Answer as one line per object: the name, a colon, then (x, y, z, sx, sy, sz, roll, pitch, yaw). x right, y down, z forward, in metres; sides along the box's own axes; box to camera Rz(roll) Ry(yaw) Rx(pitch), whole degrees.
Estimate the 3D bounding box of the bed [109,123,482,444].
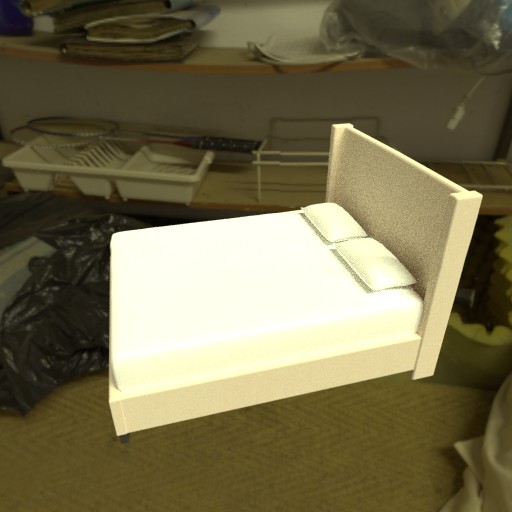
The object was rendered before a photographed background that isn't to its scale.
bed: (0.000, 0.000, 3.444, 2.293, 1.471, 1.778, -8, 31, -13)
